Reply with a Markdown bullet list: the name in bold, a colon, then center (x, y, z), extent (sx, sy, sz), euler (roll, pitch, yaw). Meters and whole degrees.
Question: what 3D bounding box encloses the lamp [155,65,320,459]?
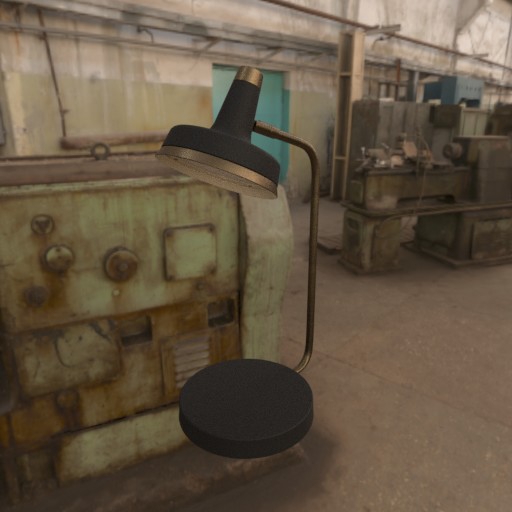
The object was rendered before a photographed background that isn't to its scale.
- **lamp**: center (0.000, 0.000, 0.489), extent (0.162, 0.385, 0.218), euler (17, 24, 42)
